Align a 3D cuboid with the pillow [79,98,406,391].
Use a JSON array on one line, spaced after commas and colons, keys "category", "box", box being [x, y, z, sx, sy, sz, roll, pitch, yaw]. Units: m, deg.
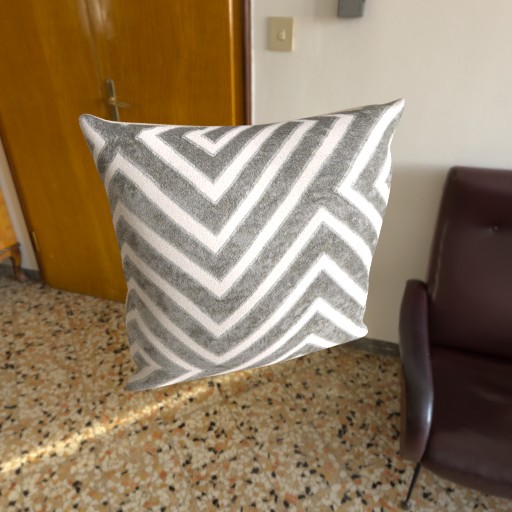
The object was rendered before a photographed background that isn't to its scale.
[{"category": "pillow", "box": [0.000, 0.000, 0.661, 0.440, 0.441, 0.182, -9, 32, -15]}]
